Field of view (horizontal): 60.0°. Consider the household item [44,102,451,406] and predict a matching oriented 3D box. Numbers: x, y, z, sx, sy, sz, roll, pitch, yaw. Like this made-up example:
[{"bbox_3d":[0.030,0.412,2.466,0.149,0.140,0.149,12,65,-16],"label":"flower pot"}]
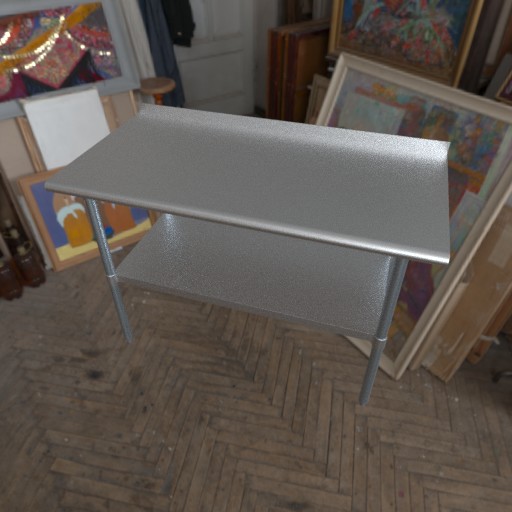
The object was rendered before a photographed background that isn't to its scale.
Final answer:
[{"bbox_3d":[0.000,0.000,1.725,1.219,0.851,0.610,12,41,14],"label":"household item"}]
